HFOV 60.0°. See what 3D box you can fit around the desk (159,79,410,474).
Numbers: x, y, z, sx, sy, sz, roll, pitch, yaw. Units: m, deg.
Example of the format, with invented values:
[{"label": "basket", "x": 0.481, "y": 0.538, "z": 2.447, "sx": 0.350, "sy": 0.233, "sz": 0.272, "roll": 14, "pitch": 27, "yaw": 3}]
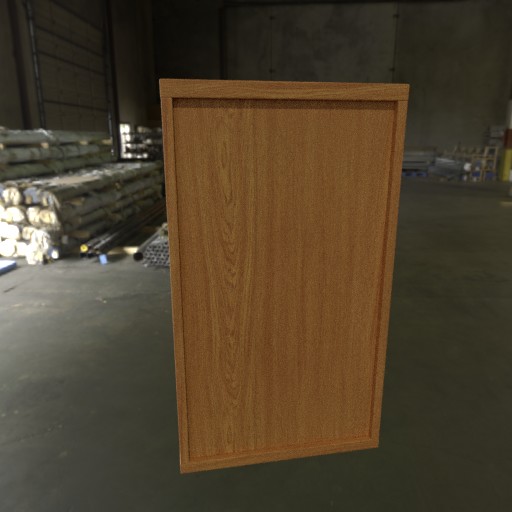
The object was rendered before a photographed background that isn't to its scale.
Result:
[{"label": "desk", "x": 0.000, "y": 0.000, "z": 1.076, "sx": 0.404, "sy": 0.730, "sz": 0.600, "roll": -3, "pitch": 16, "yaw": -10}]
